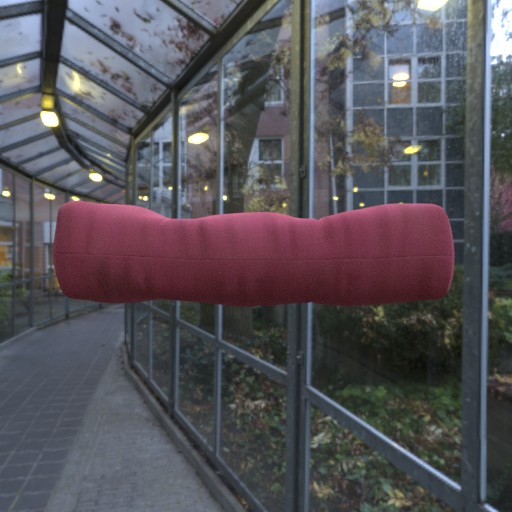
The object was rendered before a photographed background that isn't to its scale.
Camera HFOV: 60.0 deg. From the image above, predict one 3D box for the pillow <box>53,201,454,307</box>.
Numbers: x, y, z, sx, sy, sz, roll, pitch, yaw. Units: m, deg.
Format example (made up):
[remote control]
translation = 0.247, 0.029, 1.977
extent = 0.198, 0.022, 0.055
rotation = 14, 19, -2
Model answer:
[pillow]
translation = 0.000, 0.000, 0.727
extent = 0.468, 0.128, 0.490
rotation = 0, 0, 1
